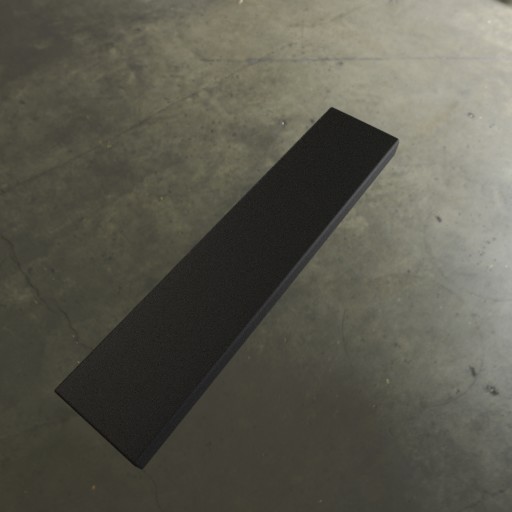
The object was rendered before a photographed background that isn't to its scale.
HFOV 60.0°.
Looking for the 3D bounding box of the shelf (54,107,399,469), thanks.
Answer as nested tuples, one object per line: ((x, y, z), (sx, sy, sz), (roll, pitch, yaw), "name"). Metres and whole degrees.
((0.000, 0.000, 0.486), (0.102, 0.053, 0.456), (33, 64, 18), "shelf")
